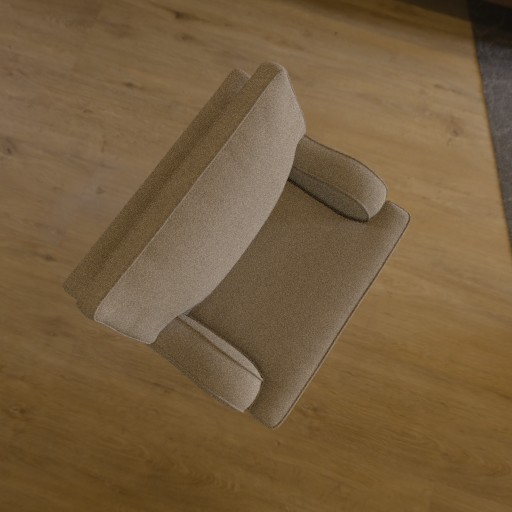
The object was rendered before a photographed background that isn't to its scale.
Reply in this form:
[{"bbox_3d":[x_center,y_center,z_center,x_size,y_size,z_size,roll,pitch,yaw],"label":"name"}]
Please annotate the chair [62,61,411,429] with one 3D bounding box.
[{"bbox_3d":[0.000,0.000,2.055,1.040,1.016,1.220,34,79,7],"label":"chair"}]
